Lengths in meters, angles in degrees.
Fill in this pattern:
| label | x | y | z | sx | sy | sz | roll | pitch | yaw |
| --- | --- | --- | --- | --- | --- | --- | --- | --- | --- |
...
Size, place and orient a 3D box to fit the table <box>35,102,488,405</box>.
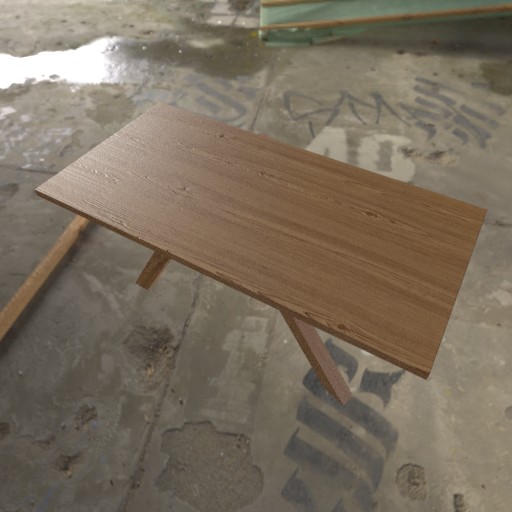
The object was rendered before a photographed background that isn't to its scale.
| label | x | y | z | sx | sy | sz | roll | pitch | yaw |
| --- | --- | --- | --- | --- | --- | --- | --- | --- | --- |
| table | 0.000 | 0.000 | 2.240 | 1.797 | 0.750 | 0.901 | 24 | 52 | 20 |
